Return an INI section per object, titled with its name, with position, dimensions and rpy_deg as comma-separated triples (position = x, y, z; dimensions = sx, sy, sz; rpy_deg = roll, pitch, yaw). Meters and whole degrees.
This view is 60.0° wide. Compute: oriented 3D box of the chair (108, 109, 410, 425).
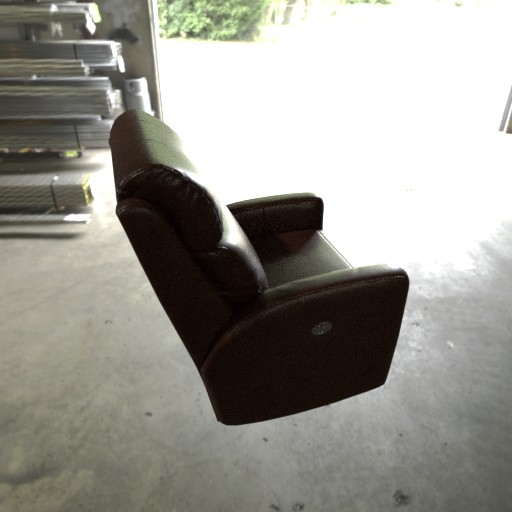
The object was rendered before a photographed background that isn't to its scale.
[chair]
position = 0.000, 0.000, 1.691
dimensions = 0.939, 1.016, 0.787
rpy_deg = -9, 32, -15
